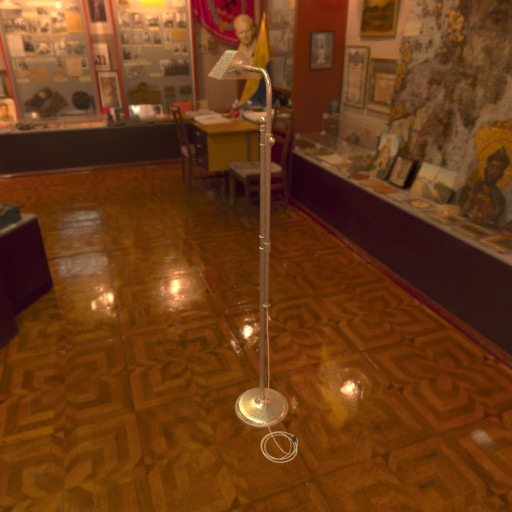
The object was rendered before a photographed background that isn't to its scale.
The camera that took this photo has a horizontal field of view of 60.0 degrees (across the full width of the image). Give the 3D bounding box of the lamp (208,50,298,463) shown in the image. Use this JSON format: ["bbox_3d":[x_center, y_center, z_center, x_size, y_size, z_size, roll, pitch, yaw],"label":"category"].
[{"bbox_3d":[0.000,0.000,1.881,0.256,1.571,0.813,-8,27,-17],"label":"lamp"}]
